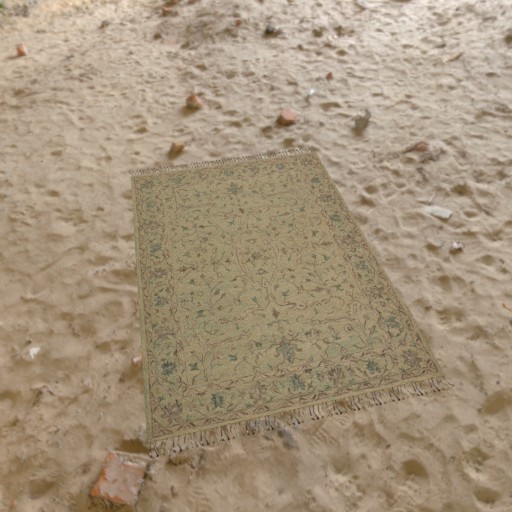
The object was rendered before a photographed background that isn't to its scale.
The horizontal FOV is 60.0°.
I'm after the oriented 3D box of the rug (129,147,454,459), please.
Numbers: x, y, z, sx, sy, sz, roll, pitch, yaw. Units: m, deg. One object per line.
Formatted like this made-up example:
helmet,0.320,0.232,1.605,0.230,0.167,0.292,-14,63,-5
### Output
rug,0.000,0.000,2.302,1.247,0.008,1.802,-10,47,-9
